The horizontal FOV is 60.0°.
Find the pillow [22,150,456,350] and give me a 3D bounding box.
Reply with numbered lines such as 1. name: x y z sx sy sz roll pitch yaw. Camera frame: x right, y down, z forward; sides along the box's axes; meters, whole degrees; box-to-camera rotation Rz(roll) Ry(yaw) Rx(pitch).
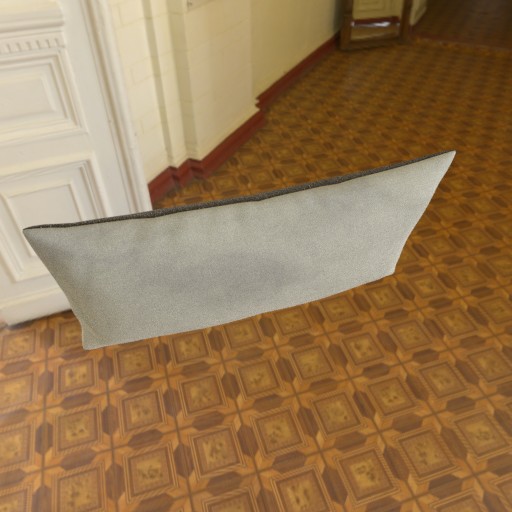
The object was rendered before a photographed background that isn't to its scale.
1. pillow: 0.000 0.000 0.714 0.608 0.305 0.156 -12 44 -13
